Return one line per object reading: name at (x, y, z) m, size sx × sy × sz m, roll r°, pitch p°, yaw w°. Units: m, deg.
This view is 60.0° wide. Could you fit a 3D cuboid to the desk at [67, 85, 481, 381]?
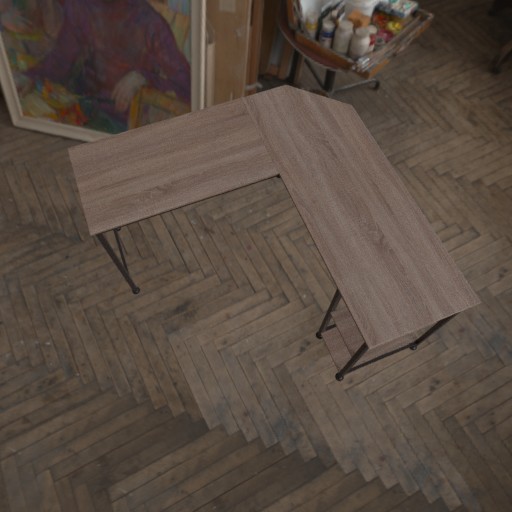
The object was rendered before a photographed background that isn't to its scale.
desk at (0.000, 0.000, 2.265) m, size 1.379 × 0.739 × 1.379 m, roll -20°, pitch 66°, yaw -9°
